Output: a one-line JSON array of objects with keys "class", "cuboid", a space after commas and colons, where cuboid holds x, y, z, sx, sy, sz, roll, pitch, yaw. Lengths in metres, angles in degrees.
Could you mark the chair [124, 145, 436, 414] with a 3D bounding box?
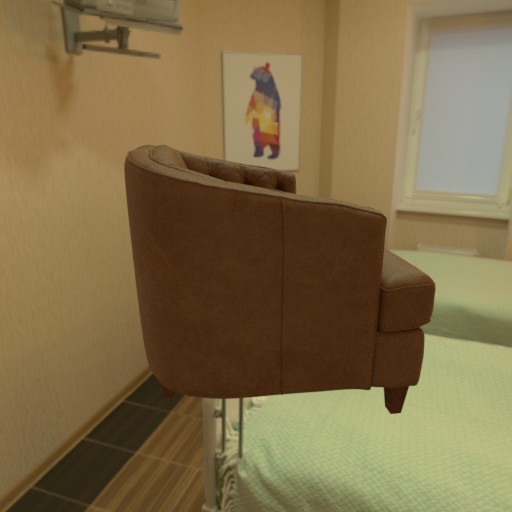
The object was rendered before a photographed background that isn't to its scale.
[{"class": "chair", "cuboid": [0.000, 0.000, 1.742, 0.911, 0.836, 1.119, -3, 17, -9]}]
